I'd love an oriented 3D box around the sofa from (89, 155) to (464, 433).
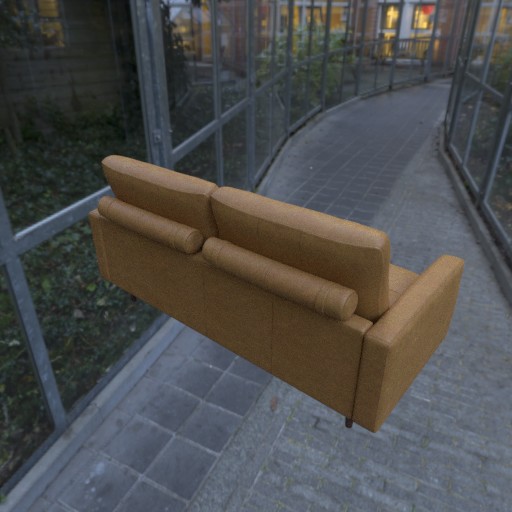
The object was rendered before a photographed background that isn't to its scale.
[{"bbox_3d":[0.000,0.000,2.277,1.821,0.898,0.850,21,35,34],"label":"sofa"}]
